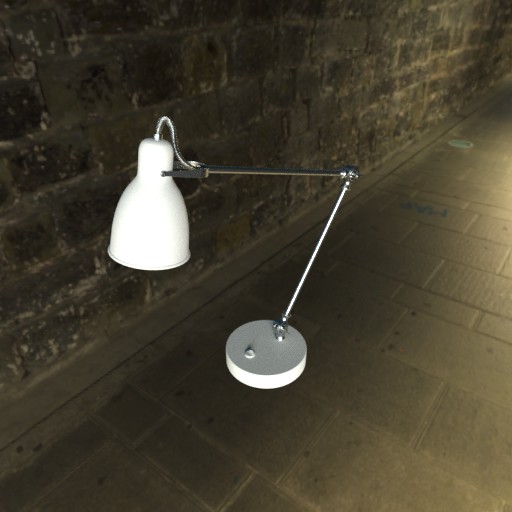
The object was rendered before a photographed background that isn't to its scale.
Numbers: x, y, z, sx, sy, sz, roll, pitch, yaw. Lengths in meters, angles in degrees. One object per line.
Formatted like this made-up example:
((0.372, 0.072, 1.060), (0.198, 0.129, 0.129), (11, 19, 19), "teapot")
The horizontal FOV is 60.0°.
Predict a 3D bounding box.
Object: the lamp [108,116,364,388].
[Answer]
((0.000, 0.000, 0.878), (0.561, 0.587, 0.187), (-22, 38, -31), "lamp")
